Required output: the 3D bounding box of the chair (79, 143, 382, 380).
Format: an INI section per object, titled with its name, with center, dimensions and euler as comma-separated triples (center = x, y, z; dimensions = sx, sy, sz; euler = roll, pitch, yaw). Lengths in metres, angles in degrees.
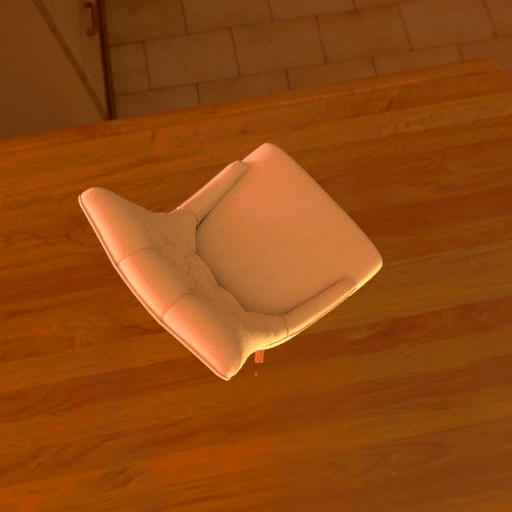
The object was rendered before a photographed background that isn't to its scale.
[chair]
center = 0.000, 0.000, 1.238
dimensions = 0.565, 0.874, 0.509
euler = -40, 79, -10
